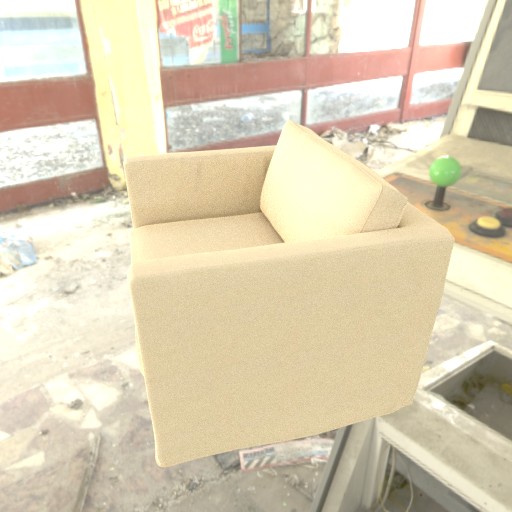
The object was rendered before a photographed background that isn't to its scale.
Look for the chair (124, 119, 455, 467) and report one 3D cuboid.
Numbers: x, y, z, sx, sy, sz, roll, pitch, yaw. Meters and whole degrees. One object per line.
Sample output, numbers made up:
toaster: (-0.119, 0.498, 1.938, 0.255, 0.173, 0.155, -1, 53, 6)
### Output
chair: (0.000, 0.000, 1.727, 0.947, 0.851, 1.057, -8, 31, -13)
